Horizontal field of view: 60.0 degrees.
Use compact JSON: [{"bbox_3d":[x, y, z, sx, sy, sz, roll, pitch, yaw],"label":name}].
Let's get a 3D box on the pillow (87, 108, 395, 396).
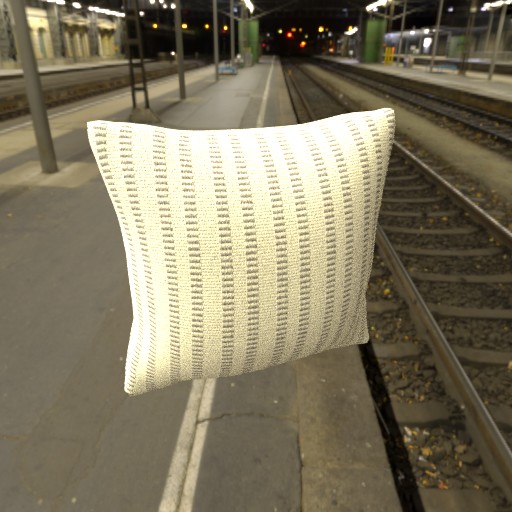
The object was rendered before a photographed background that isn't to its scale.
[{"bbox_3d":[0.000,0.000,0.679,0.438,0.419,0.247,-8,26,-17],"label":"pillow"}]
